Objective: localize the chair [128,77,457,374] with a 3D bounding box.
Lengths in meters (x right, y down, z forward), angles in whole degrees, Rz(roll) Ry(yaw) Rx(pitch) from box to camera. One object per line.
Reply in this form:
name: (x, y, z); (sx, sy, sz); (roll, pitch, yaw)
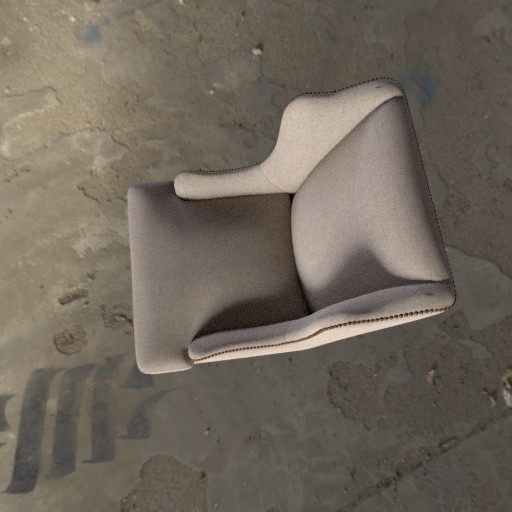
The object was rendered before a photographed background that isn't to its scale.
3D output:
chair: (0.000, 0.000, 1.630); (0.940, 1.029, 0.737); (-7, 74, -2)
